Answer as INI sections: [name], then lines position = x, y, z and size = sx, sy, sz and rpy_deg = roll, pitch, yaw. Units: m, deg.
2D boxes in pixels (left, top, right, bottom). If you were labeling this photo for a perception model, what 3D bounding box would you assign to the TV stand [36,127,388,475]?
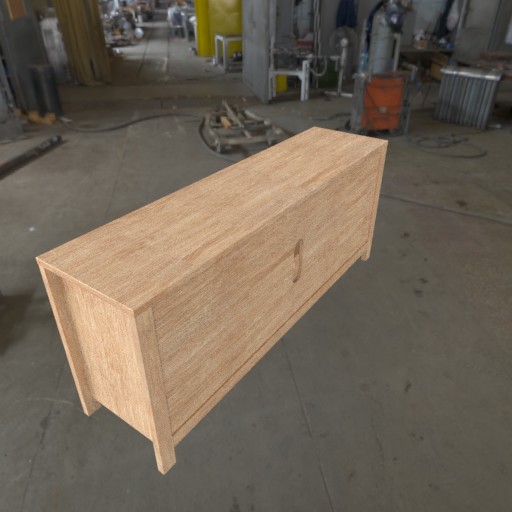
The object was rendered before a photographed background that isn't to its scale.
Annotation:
[TV stand]
position = 0.000, 0.000, 1.724
size = 0.398, 0.610, 1.466
rpy_deg = 21, 38, 30
